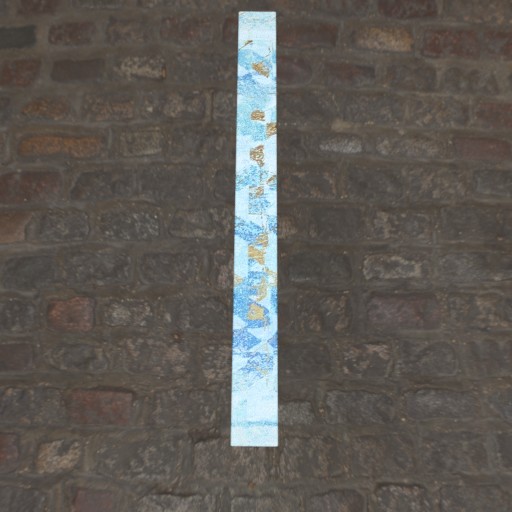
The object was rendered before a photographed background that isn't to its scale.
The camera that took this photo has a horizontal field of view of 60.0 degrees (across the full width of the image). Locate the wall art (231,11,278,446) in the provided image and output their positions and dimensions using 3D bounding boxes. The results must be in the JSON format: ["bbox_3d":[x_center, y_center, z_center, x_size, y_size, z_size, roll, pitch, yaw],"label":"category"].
[{"bbox_3d":[0.000,0.000,0.592,0.037,0.405,0.405,0,76,0],"label":"wall art"}]
